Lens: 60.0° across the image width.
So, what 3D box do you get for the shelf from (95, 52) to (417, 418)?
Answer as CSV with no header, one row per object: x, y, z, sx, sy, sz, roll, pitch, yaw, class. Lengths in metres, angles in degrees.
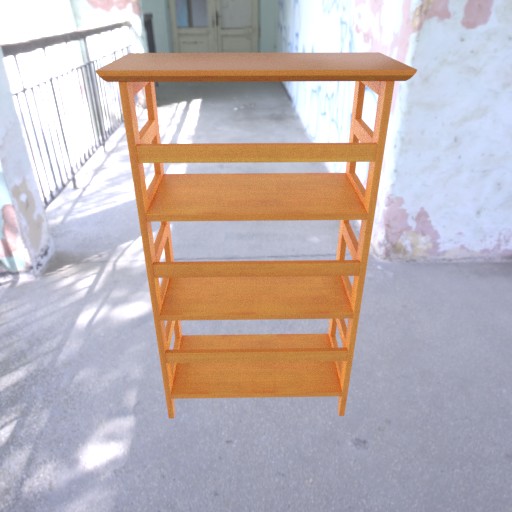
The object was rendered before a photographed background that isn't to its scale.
0.000,0.000,1.311,0.660,1.067,0.305,-1,31,-1,shelf
